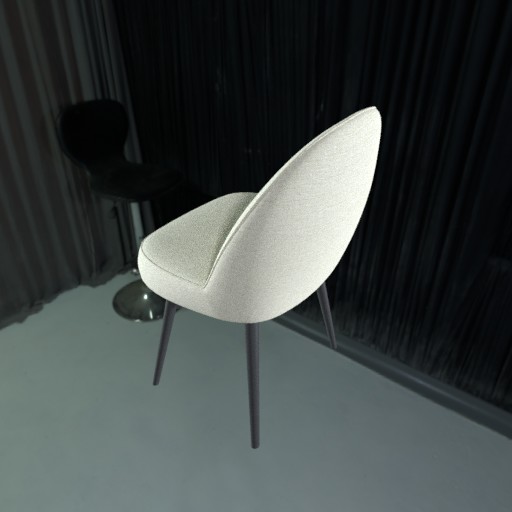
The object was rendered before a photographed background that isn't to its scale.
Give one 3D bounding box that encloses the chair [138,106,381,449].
[{"bbox_3d":[0.000,0.000,1.195,0.540,0.838,0.532,20,37,29],"label":"chair"}]
